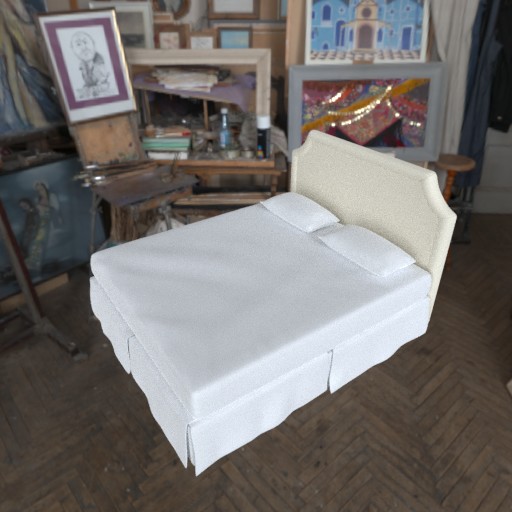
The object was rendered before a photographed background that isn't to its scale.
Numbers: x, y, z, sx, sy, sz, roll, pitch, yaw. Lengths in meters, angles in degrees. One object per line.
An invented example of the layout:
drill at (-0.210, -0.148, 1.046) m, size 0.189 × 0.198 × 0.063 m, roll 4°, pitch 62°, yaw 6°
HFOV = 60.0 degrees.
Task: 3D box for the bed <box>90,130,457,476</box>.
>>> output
bed at (0.000, 0.000, 4.213) m, size 2.773 × 1.590 × 2.350 m, roll -20°, pitch 37°, yaw -29°
